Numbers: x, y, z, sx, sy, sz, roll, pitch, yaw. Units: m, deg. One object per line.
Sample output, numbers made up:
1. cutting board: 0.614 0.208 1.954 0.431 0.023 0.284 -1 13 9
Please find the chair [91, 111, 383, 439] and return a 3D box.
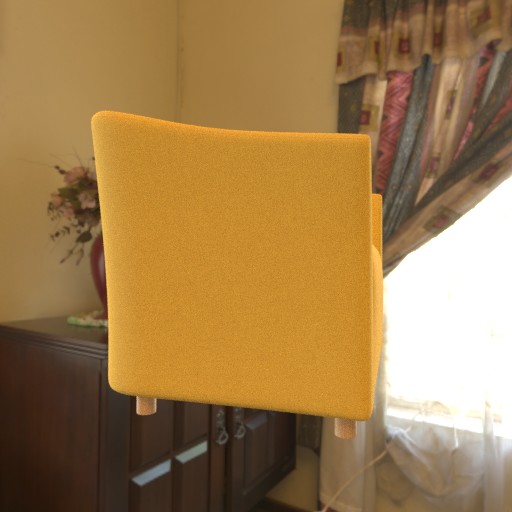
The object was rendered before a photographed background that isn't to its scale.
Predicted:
1. chair: 0.000 0.000 1.285 0.700 0.720 0.790 0 -1 17
